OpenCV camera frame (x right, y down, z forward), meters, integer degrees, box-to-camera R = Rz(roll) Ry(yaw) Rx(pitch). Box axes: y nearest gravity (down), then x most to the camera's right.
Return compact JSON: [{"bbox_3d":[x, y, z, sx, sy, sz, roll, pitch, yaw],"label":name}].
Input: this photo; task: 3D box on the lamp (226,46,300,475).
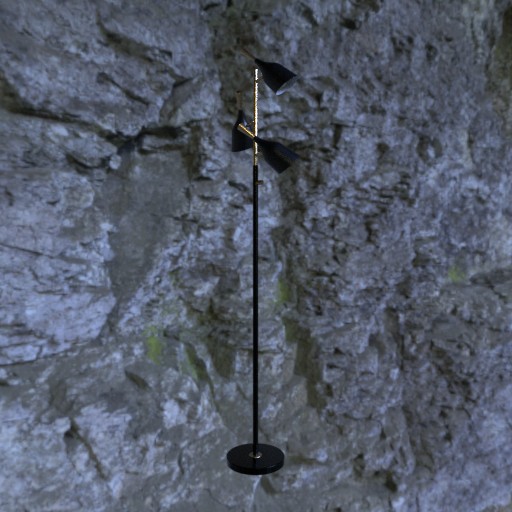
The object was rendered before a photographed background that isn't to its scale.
[{"bbox_3d":[0.000,0.000,1.924,0.253,1.778,0.434,0,-1,-35],"label":"lamp"}]
